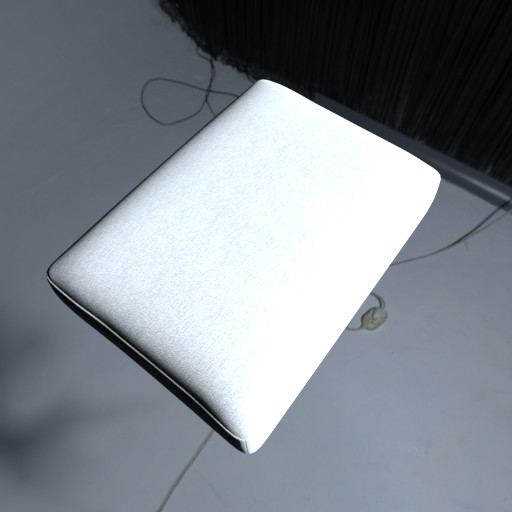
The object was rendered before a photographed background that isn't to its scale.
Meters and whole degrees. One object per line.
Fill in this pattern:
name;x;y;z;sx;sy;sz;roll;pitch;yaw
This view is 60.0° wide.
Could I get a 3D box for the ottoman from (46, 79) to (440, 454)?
ottoman;0.000;0.000;1.084;0.549;0.428;0.749;34;66;17
